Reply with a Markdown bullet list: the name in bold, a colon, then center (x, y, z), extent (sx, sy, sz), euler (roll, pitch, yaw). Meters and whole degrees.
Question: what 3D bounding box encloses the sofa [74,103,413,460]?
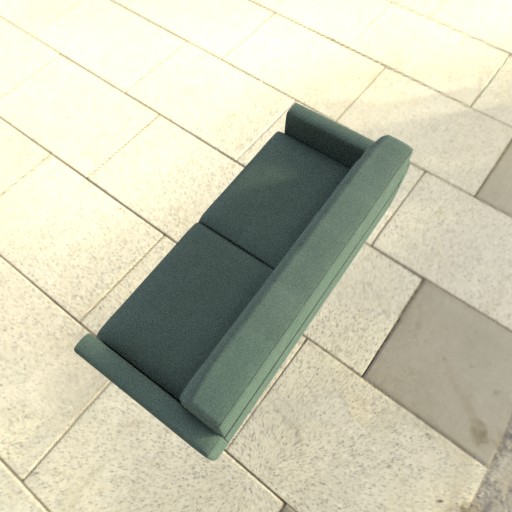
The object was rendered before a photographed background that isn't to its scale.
- **sofa**: center (0.000, 0.000, 2.593), extent (0.909, 0.841, 2.029), euler (32, 68, 15)
